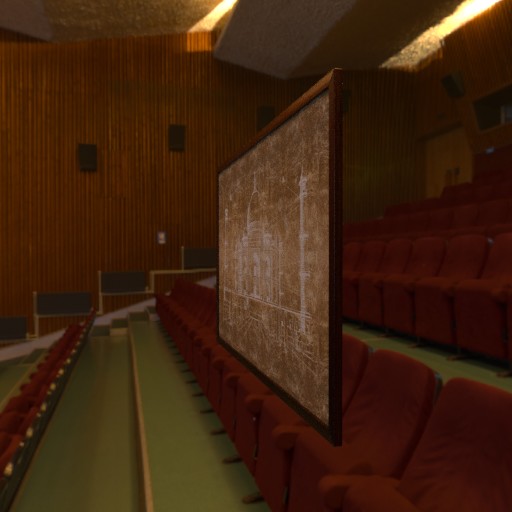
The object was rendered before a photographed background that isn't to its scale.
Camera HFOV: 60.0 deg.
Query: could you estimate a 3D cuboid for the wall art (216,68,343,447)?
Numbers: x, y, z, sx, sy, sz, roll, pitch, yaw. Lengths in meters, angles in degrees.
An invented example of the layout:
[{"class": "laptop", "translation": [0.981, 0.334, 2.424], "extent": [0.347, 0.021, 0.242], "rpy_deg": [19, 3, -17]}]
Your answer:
[{"class": "wall art", "translation": [0.000, 0.000, 1.044], "extent": [0.014, 0.559, 0.816], "rpy_deg": [0, 1, -17]}]
